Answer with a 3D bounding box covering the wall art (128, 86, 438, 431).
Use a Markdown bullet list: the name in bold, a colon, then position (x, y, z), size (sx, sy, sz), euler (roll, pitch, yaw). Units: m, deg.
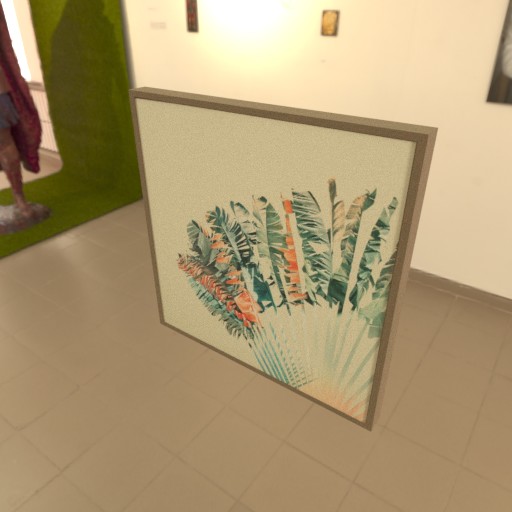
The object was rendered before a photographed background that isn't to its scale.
- **wall art**: position (0.000, 0.000, 0.771), size (0.508, 0.506, 0.038), euler (19, 35, 30)
